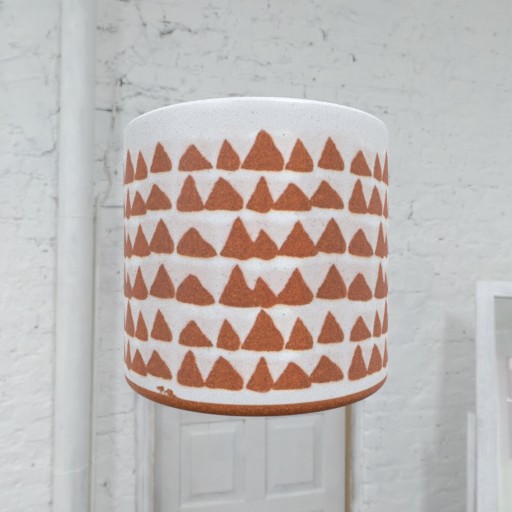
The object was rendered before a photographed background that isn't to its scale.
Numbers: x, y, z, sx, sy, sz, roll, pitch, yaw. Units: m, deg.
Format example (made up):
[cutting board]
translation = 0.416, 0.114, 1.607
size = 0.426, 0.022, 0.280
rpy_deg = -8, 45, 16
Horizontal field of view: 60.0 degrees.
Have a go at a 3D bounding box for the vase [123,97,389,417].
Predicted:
[vase]
translation = 0.000, 0.000, 0.239
size = 0.137, 0.127, 0.137
rpy_deg = 0, 1, 0
